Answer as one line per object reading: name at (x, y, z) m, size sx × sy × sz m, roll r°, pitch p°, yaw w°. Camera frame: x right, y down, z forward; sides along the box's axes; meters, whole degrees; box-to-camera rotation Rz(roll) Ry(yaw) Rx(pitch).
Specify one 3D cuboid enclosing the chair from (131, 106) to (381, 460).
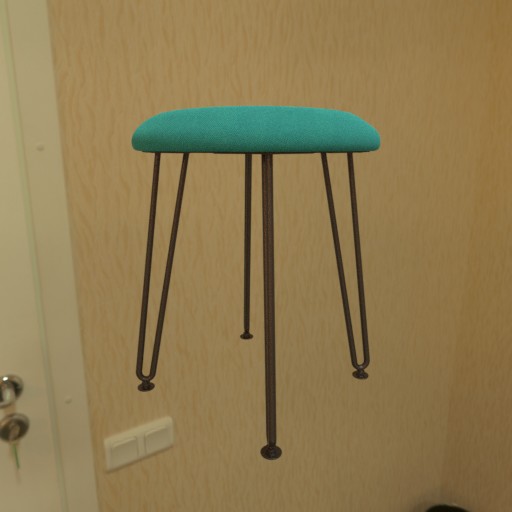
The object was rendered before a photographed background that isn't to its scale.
chair at (0.000, 0.000, 0.686) m, size 0.350 × 0.430 × 0.350 m, roll 7°, pitch 15°, yaw 26°
